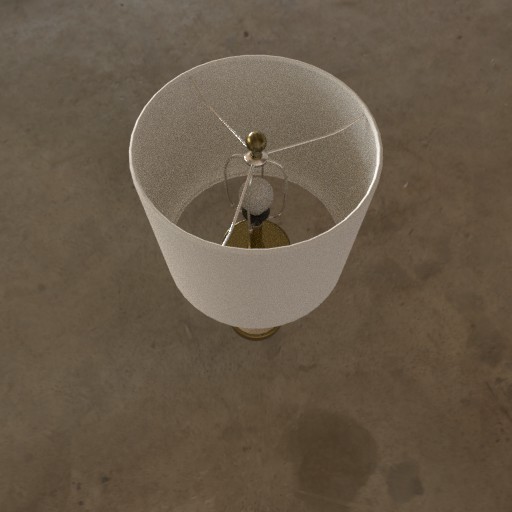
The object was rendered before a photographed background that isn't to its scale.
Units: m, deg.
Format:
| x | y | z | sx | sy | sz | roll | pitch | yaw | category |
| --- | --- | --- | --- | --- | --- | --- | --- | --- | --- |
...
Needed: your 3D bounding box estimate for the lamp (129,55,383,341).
| x | y | z | sx | sy | sz | roll | pitch | yaw | category |
| --- | --- | --- | --- | --- | --- | --- | --- | --- | --- |
| 0.000 | 0.000 | 0.807 | 0.305 | 0.634 | 0.305 | 12 | 64 | 6 | lamp |
